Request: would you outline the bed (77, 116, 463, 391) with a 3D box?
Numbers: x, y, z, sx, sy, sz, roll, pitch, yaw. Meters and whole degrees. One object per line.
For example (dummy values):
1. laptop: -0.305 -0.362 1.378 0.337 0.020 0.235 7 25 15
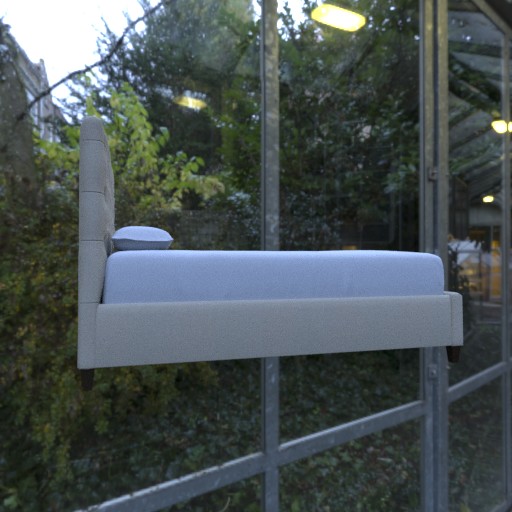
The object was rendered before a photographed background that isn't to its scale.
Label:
1. bed: 0.000 0.000 3.404 2.387 1.427 1.698 0 -1 -16
